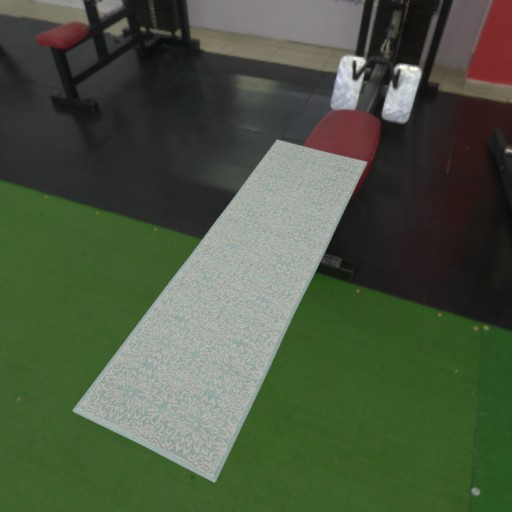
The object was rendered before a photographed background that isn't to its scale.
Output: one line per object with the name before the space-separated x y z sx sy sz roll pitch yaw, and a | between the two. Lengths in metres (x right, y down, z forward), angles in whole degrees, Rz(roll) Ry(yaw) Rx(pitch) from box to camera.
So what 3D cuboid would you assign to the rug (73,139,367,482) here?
rug | 0.000 0.000 2.402 0.662 0.011 2.196 18 50 16
